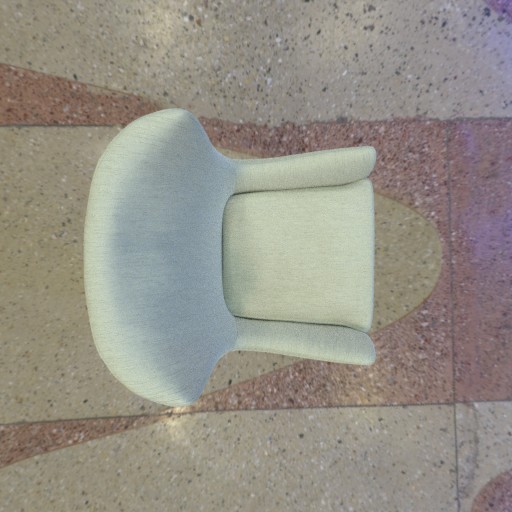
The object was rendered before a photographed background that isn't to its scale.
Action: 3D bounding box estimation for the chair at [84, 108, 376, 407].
[{"bbox_3d":[0.000,0.000,1.627,0.904,1.000,0.779,0,91,1],"label":"chair"}]
